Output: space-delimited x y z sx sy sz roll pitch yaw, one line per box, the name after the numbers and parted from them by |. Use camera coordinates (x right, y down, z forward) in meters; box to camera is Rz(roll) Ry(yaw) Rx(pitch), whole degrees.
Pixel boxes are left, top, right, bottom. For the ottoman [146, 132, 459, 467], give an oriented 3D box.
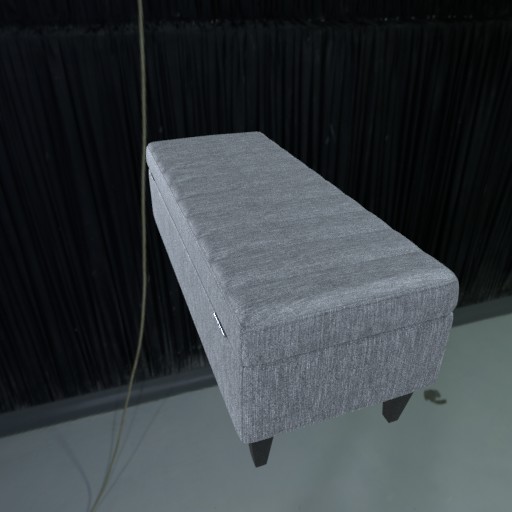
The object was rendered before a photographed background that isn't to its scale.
0.000 0.000 1.376 0.482 0.469 1.151 -11 32 -17 | ottoman
